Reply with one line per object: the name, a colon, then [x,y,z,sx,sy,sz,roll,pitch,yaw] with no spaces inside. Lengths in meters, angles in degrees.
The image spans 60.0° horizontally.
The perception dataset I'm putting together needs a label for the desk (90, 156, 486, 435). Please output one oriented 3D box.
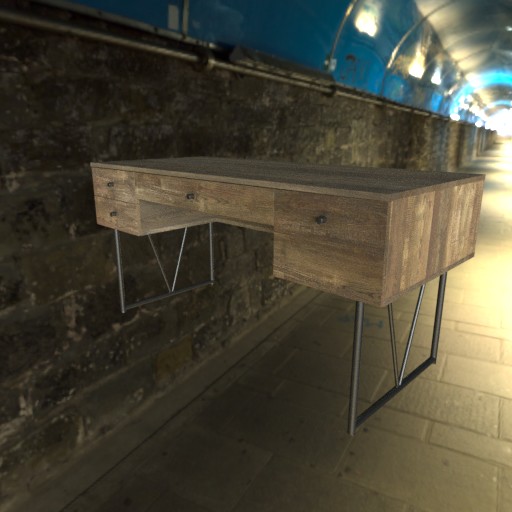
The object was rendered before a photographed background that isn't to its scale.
desk: [0.000,0.000,1.988,1.600,0.780,0.730,15,22,42]
